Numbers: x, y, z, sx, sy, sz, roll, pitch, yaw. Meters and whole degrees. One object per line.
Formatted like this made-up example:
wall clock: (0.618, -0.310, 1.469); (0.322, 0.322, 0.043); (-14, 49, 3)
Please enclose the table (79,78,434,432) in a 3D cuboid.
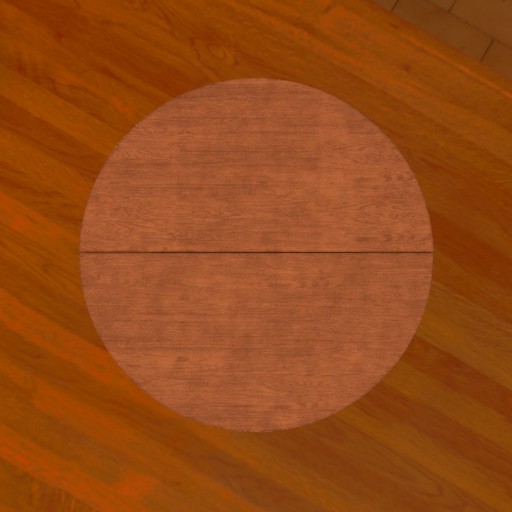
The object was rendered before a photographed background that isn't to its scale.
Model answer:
table: (0.000, 0.000, 2.090); (1.363, 0.781, 1.363); (0, 88, -1)
